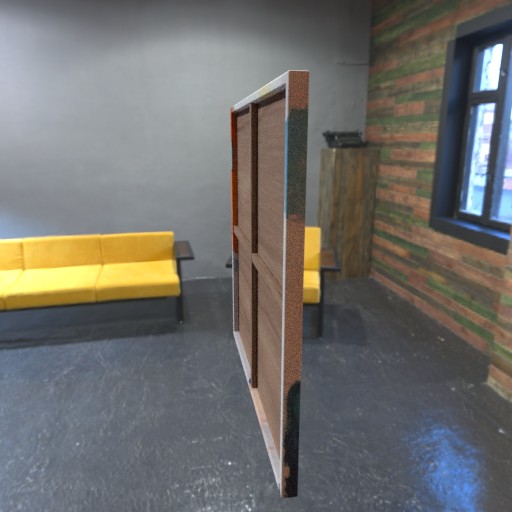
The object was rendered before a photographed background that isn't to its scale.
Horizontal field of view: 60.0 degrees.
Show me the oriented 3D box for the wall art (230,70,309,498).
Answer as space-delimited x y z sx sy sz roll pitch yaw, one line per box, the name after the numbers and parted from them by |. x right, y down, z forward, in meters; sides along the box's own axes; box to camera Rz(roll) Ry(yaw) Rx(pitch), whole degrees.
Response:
0.000 0.000 1.488 0.044 1.017 1.017 -2 15 -9 | wall art
